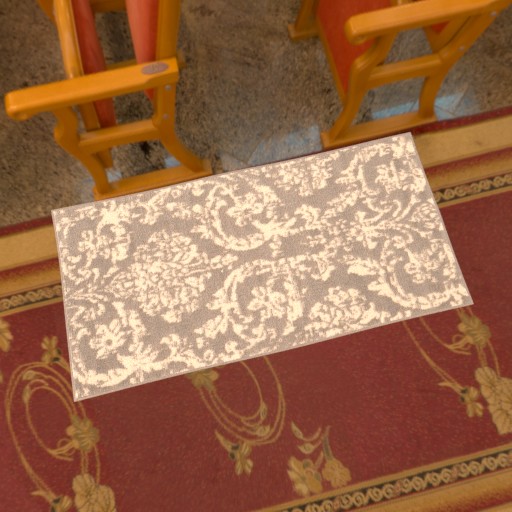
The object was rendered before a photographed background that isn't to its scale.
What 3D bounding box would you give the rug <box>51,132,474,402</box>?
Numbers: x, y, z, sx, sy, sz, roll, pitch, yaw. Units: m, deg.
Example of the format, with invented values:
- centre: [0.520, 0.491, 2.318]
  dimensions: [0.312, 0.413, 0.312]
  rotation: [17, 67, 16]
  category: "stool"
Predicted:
- centre: [0.000, 0.000, 1.387]
  dimensions: [1.219, 0.007, 0.604]
  rotation: [-13, 75, -3]
  category: "rug"
